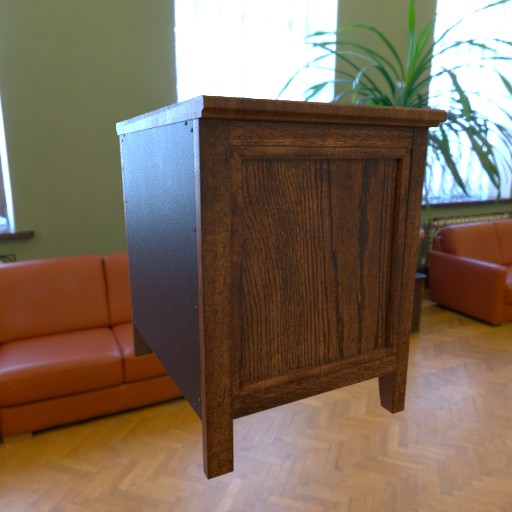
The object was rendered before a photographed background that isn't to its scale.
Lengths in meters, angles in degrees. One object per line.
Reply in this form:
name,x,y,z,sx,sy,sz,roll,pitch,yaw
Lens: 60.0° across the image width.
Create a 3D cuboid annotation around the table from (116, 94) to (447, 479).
table,0.000,0.000,0.995,0.461,0.597,0.586,-7,14,-27
